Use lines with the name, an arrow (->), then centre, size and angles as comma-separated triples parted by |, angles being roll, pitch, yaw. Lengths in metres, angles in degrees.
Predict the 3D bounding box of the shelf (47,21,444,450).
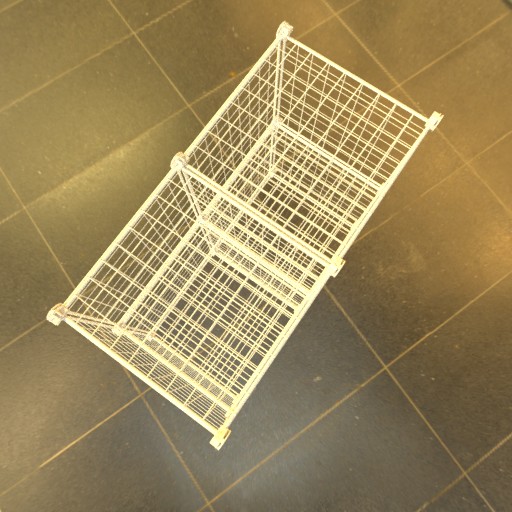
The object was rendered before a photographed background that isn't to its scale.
shelf -> 0.000, 0.000, 1.118 | 0.356, 0.711, 0.711 | 34, 79, 7
